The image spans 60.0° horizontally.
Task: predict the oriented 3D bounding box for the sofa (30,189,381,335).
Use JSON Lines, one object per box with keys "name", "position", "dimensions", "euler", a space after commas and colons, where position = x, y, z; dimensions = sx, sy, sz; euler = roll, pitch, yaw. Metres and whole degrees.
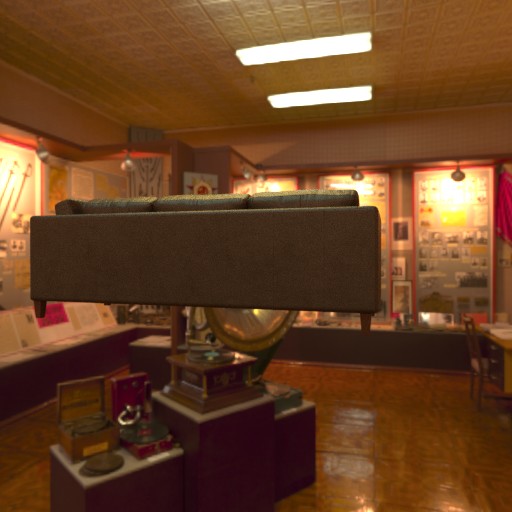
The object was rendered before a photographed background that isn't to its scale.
{"name": "sofa", "position": [0.000, 0.000, 4.452], "dimensions": [2.452, 0.891, 3.324], "euler": [0, 0, 17]}
